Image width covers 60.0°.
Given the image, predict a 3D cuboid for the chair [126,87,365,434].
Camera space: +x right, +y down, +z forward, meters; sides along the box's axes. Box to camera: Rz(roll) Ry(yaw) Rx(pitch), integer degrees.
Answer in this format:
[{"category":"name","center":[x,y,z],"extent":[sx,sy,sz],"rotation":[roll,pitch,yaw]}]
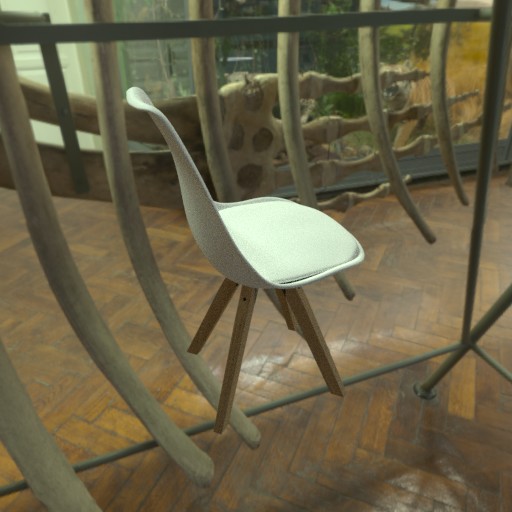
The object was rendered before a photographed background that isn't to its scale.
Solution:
[{"category":"chair","center":[0.000,0.000,1.181],"extent":[0.550,0.849,0.485],"rotation":[-11,32,-17]}]
